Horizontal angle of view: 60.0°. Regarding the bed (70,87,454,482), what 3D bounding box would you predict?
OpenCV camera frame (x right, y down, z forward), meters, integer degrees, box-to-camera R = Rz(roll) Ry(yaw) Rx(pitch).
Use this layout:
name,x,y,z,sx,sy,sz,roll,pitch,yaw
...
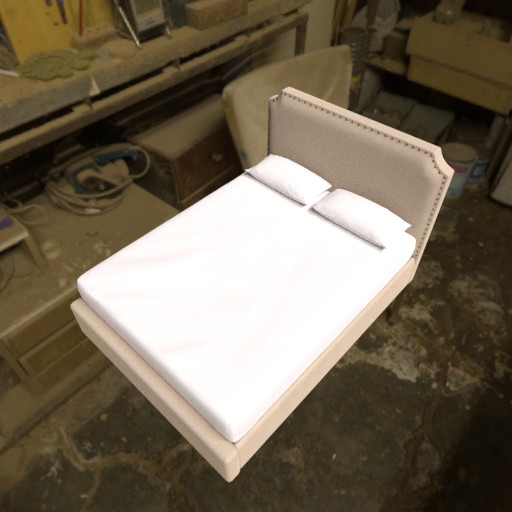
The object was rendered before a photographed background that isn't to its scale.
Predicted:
name,x,y,z,sx,sy,sz,roll,pitch,yaw
bed,0.000,0.000,3.359,1.703,1.415,2.329,34,55,28
